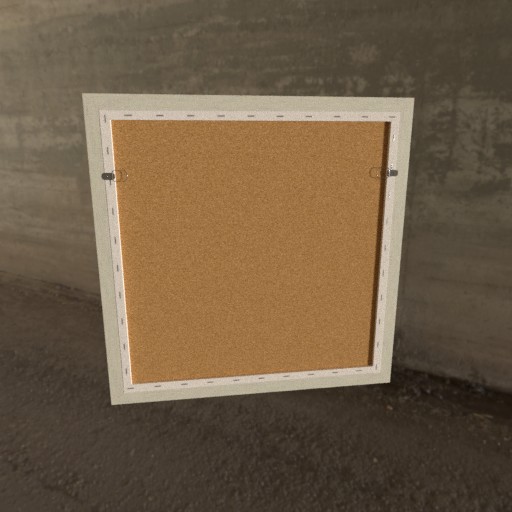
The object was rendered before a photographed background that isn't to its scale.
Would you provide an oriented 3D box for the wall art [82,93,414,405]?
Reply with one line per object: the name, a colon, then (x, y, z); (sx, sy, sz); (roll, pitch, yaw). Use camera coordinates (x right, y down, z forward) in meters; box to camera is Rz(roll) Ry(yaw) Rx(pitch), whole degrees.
wall art: (0.000, 0.000, 1.492); (1.016, 1.016, 0.045); (-2, 15, -8)
